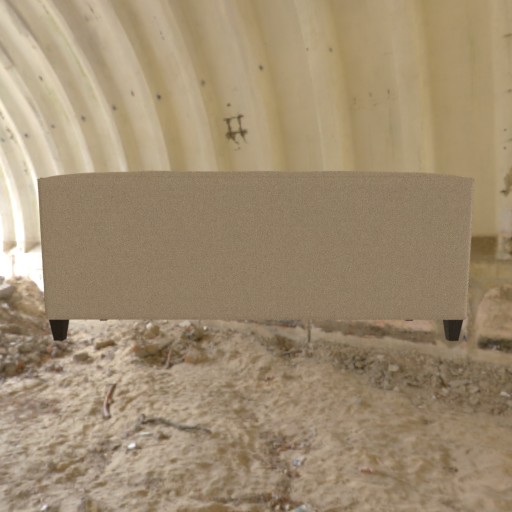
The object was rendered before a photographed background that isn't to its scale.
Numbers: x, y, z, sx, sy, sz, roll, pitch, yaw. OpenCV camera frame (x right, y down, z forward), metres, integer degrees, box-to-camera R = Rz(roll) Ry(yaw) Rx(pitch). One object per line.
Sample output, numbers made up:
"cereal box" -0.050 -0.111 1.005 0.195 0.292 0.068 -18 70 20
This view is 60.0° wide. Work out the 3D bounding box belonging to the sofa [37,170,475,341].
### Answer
"sofa" 0.000 0.000 2.704 2.235 0.901 0.914 0 1 0
